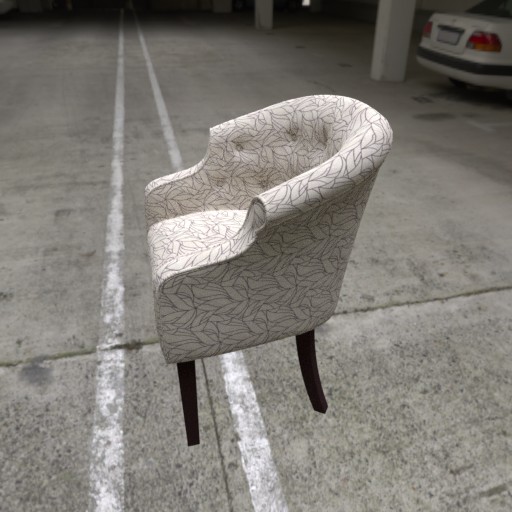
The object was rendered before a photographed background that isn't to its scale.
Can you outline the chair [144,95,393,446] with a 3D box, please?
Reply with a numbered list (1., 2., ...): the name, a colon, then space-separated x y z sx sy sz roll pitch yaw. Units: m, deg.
1. chair: 0.000 0.000 1.301 0.613 0.858 0.686 -7 30 -13
